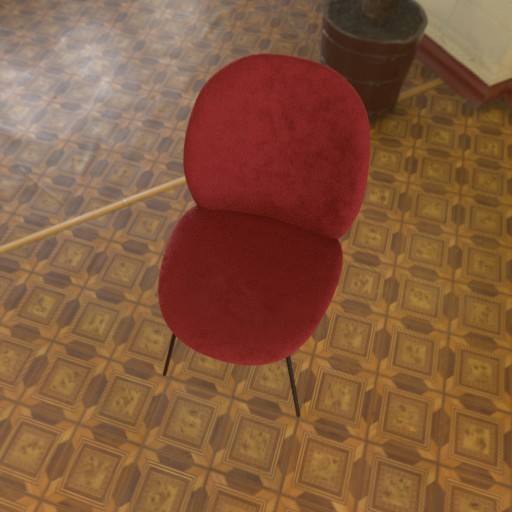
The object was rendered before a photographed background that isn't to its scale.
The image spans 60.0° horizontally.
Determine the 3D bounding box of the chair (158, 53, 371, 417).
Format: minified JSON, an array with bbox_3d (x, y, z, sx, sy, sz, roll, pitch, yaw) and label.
[{"bbox_3d":[0.000,0.000,1.166,0.458,0.791,0.587,14,59,9],"label":"chair"}]
